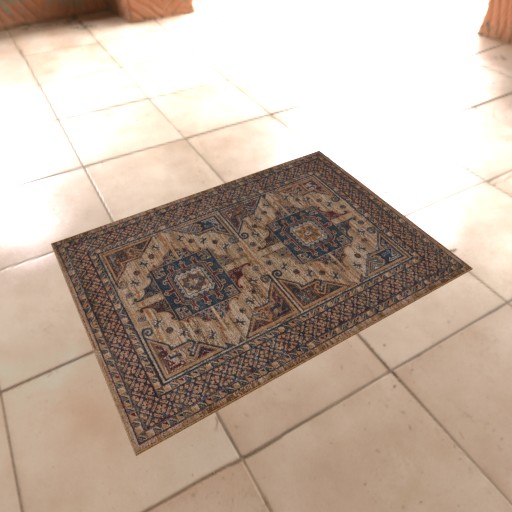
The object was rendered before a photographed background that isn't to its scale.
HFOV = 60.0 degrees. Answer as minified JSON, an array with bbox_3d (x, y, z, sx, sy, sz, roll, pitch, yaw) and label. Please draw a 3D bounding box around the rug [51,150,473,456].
[{"bbox_3d":[0.000,0.000,2.875,2.227,0.008,1.611,-23,50,-21],"label":"rug"}]
